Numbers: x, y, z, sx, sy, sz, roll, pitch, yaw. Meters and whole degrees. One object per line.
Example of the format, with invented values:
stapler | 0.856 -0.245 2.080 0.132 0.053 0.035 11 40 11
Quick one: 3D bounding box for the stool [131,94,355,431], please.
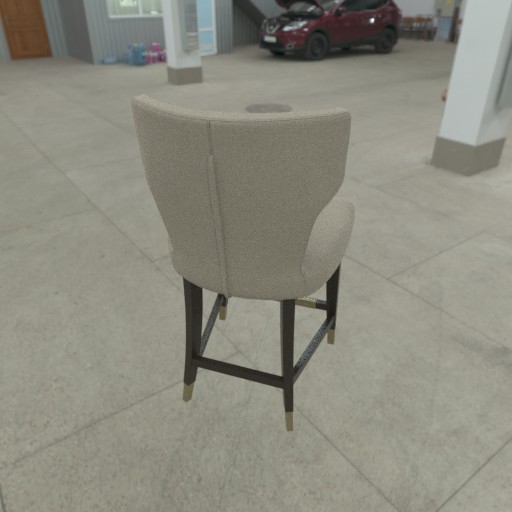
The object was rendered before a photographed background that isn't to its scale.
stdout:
stool | 0.000 0.000 1.362 0.527 0.982 0.563 10 32 16
